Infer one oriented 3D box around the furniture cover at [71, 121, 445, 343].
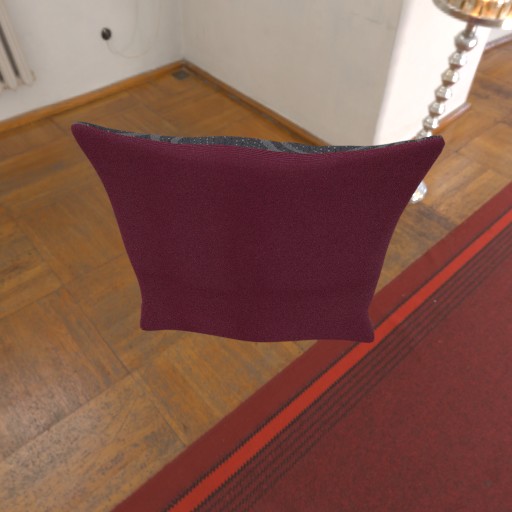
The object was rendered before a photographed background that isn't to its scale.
[{"bbox_3d":[0.000,0.000,0.793,0.514,0.513,0.163,3,48,2],"label":"furniture cover"}]
